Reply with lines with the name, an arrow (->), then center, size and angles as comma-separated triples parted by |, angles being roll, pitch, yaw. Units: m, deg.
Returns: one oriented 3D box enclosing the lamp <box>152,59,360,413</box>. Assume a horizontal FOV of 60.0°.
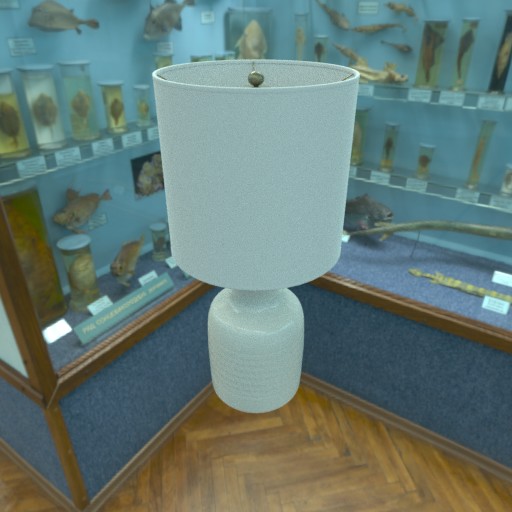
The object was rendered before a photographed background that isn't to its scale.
lamp -> 0.000, 0.000, 0.505 | 0.188, 0.392, 0.188 | 20, 36, 31
